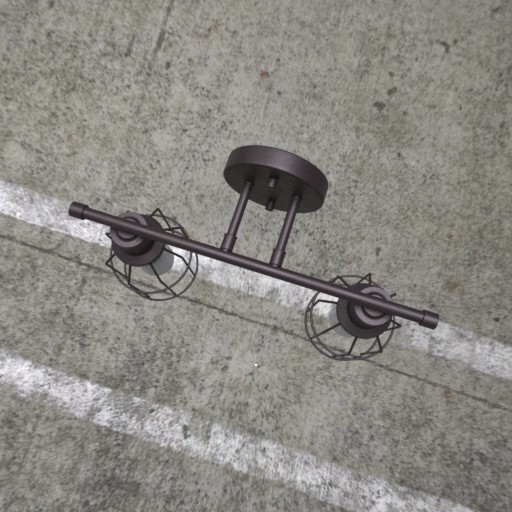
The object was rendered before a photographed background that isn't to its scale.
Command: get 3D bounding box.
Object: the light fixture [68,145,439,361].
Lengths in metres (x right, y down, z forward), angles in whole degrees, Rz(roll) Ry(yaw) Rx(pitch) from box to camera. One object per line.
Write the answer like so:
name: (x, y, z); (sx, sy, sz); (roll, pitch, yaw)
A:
light fixture: (0.000, 0.000, 0.545); (0.406, 0.254, 0.165); (17, 77, 4)
